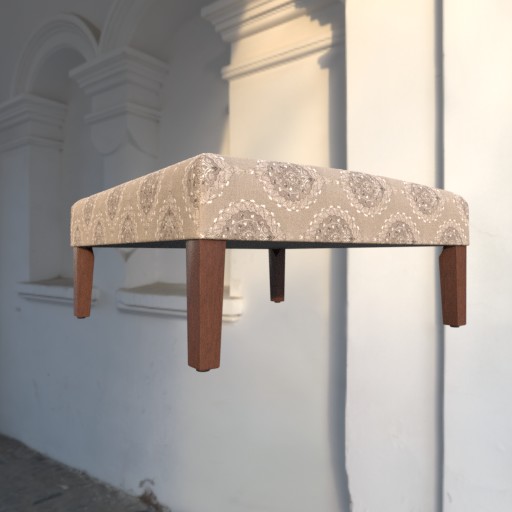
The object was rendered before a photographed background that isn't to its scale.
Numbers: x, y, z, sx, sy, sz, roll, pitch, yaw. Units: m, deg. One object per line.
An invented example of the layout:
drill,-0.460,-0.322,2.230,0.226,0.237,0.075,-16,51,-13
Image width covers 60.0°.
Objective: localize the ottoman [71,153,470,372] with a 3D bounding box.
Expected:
ottoman,0.000,0.000,1.374,0.890,0.411,0.889,0,0,-36
